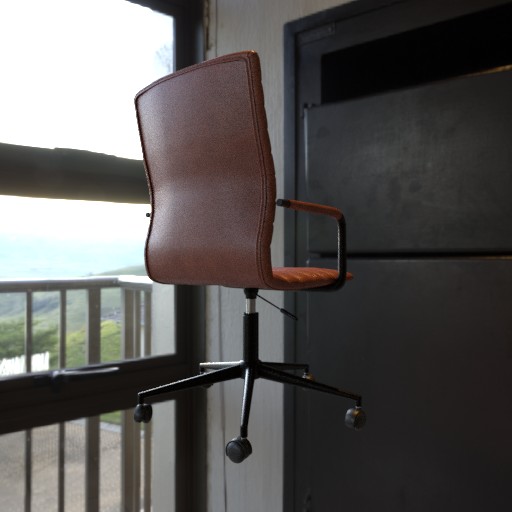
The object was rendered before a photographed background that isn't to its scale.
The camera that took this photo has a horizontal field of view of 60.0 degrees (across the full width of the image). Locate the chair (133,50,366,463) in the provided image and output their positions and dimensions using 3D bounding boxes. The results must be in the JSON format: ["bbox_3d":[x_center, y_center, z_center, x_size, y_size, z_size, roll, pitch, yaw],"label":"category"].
[{"bbox_3d":[0.000,0.000,1.257,0.600,0.878,0.578,0,0,38],"label":"chair"}]
